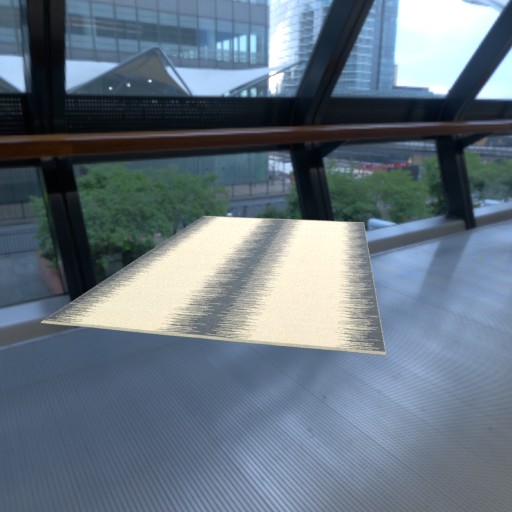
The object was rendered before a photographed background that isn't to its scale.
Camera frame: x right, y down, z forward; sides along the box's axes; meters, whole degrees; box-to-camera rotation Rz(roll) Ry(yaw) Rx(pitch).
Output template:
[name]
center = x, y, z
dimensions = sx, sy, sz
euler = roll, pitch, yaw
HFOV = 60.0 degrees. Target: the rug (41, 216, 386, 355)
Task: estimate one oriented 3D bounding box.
[rug]
center = 0.000, 0.000, 3.020
dimensions = 1.519, 0.003, 2.453
euler = 3, 17, 11
